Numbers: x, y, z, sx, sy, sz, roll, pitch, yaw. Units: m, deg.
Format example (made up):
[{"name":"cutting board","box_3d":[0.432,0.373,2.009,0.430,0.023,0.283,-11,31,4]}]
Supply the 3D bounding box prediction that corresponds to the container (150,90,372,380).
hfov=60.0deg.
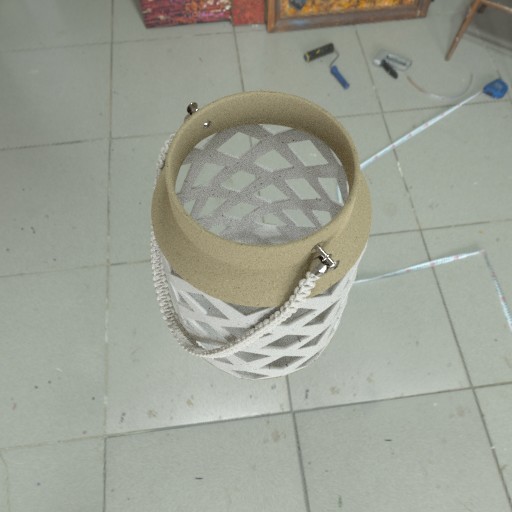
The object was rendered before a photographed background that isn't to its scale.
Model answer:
[{"name":"container","box_3d":[0.000,0.000,0.347,0.172,0.229,0.163,-34,69,-15]}]
